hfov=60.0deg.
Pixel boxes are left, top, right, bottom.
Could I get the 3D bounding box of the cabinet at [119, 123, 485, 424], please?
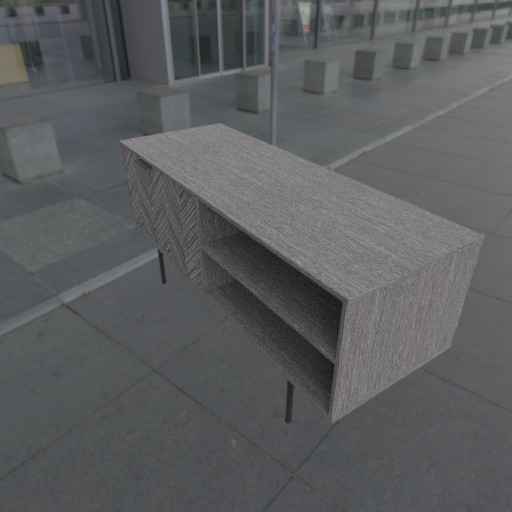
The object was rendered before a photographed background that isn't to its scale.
[{"bbox_3d":[0.000,0.000,1.604,0.500,0.599,1.300,-20,36,-29],"label":"cabinet"}]
